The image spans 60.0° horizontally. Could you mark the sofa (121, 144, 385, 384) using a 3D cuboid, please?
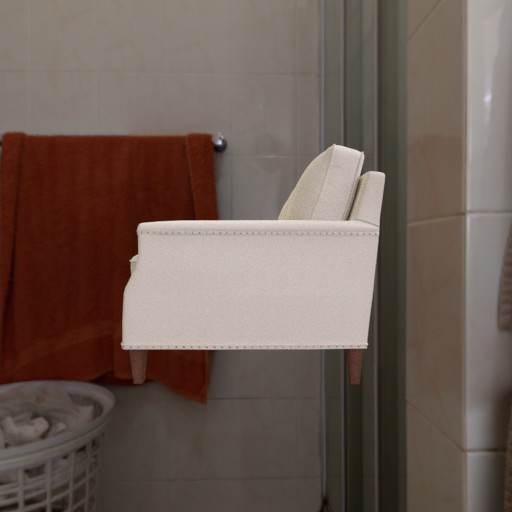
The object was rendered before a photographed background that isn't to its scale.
[{"bbox_3d":[0.000,0.000,2.868,1.084,1.003,2.246,0,1,0],"label":"sofa"}]
